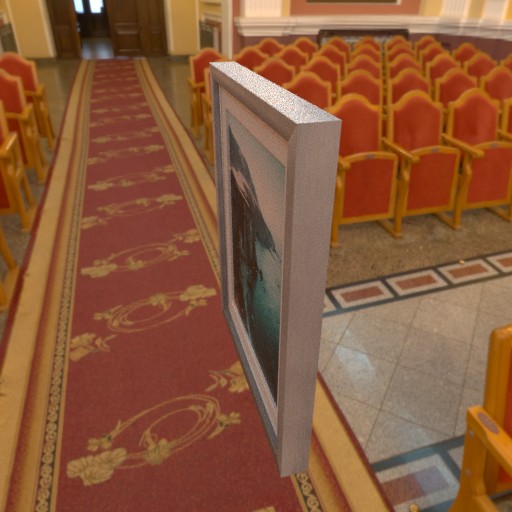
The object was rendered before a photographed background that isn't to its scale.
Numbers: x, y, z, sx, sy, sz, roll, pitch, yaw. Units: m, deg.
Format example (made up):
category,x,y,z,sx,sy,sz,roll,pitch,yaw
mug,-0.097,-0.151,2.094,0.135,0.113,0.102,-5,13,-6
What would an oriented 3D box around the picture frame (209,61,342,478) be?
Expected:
category,x,y,z,sx,sy,sz,roll,pitch,yaw
picture frame,0.000,0.000,0.753,0.046,0.555,0.449,-8,32,-14
